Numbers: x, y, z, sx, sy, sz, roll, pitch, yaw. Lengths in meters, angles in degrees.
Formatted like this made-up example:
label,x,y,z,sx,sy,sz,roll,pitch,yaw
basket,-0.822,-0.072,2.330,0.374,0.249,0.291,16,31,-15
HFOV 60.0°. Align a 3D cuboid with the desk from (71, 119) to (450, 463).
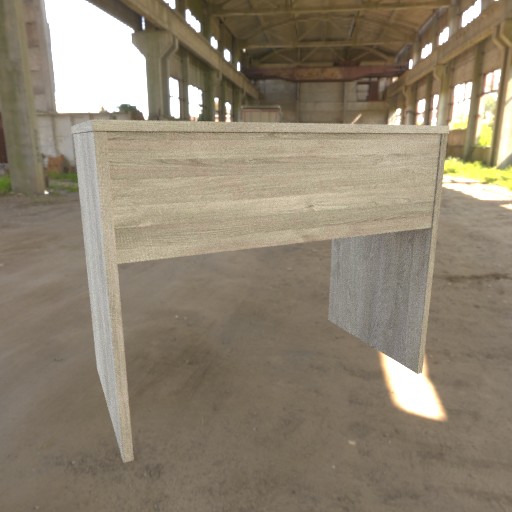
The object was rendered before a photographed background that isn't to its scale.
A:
label,x,y,z,sx,sy,sz,roll,pitch,yaw
desk,0.000,0.000,1.287,0.893,0.724,0.498,-7,16,-25
